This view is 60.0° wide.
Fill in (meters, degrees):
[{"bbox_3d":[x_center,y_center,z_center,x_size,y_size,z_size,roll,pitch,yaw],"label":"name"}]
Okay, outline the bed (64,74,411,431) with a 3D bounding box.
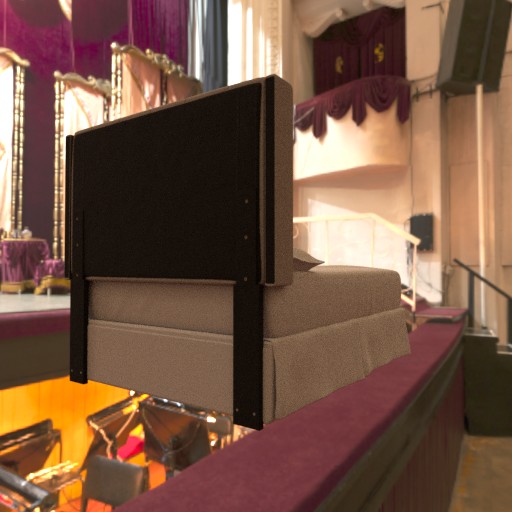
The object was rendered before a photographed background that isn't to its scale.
[{"bbox_3d":[0.000,0.000,3.334,1.719,1.665,2.066,-1,-1,35],"label":"bed"}]
